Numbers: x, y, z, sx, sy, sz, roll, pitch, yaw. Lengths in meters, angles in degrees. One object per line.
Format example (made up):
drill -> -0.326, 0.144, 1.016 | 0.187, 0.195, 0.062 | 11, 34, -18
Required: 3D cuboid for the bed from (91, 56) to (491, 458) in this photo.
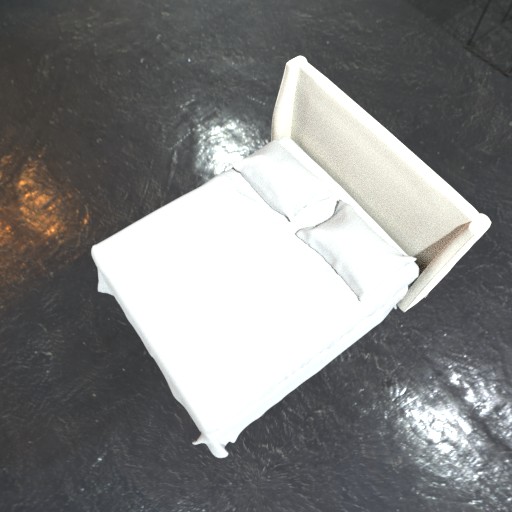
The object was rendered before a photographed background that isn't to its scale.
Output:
bed -> 0.000, 0.000, 3.363 | 2.276, 1.332, 1.925 | -33, 68, -16
